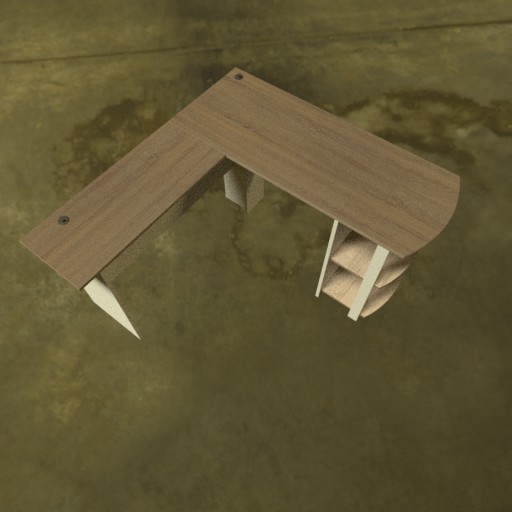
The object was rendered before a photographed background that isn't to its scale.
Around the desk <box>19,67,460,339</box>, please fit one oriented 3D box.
[{"bbox_3d":[0.000,0.000,2.116,1.303,0.716,1.361,33,64,19],"label":"desk"}]
